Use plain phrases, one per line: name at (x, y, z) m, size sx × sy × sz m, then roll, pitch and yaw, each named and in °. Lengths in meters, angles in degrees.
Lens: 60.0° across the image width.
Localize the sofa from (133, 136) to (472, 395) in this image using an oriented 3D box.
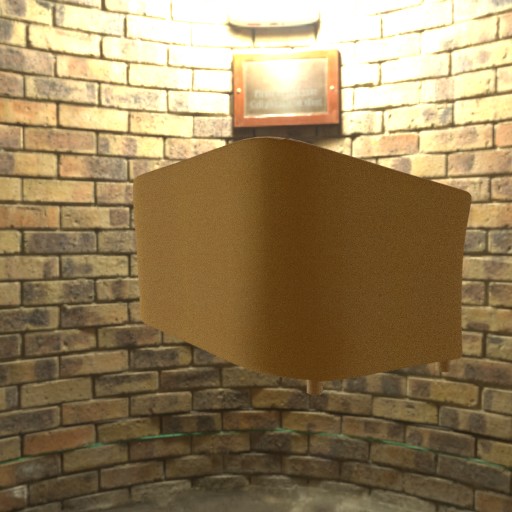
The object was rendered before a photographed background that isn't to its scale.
sofa at (0.000, 0.000, 1.827) m, size 0.705 × 0.721 × 1.452 m, roll -1°, pitch 3°, yaw -34°
